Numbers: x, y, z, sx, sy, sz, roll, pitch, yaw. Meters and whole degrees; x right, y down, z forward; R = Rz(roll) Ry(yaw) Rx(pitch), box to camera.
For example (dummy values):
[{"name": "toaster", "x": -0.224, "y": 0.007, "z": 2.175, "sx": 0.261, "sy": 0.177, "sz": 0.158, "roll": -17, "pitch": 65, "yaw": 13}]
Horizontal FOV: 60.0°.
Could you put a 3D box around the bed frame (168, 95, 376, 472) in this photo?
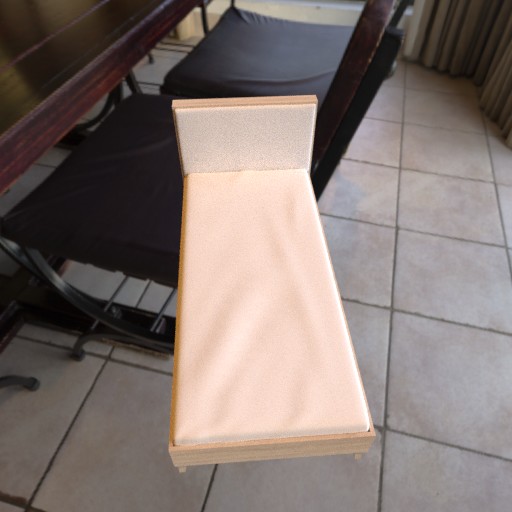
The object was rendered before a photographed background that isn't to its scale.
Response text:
[{"name": "bed frame", "x": 0.000, "y": 0.000, "z": 2.674, "sx": 0.990, "sy": 0.920, "sz": 2.140, "roll": -3, "pitch": 47, "yaw": -3}]
